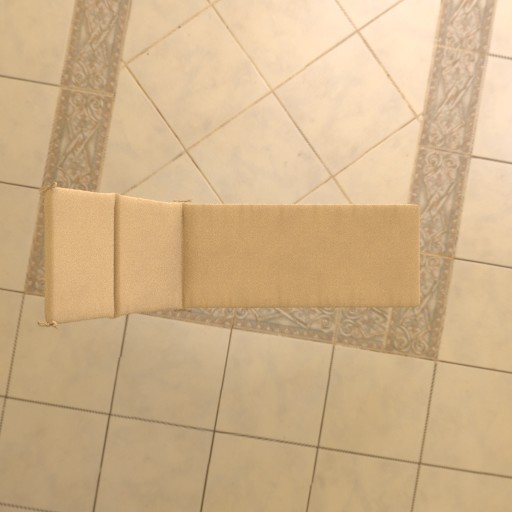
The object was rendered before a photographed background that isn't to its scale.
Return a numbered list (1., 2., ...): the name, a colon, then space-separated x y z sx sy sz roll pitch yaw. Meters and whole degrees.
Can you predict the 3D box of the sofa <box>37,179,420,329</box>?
1. sofa: 0.000 0.000 1.964 1.663 0.622 0.582 0 90 -1
